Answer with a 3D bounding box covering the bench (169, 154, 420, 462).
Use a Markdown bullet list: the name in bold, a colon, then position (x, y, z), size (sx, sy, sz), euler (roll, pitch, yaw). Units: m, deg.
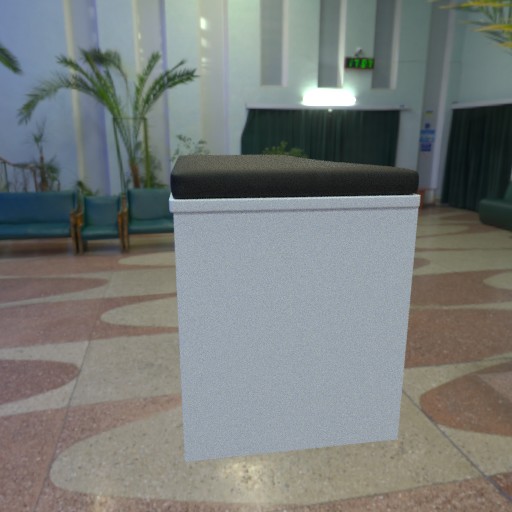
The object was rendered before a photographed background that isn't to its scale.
- **bench**: position (0.000, 0.000, 1.164), size (0.401, 0.500, 0.899), euler (-2, 14, -9)
